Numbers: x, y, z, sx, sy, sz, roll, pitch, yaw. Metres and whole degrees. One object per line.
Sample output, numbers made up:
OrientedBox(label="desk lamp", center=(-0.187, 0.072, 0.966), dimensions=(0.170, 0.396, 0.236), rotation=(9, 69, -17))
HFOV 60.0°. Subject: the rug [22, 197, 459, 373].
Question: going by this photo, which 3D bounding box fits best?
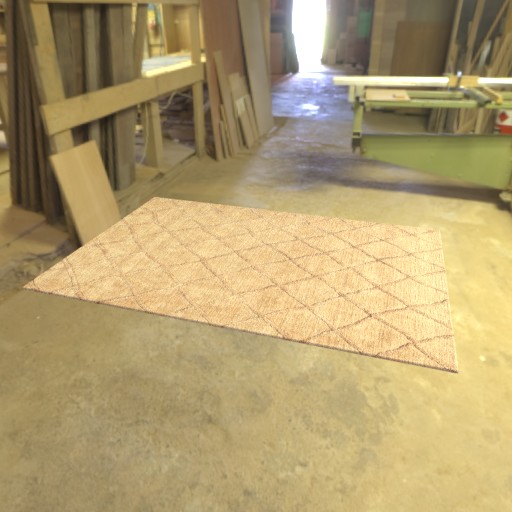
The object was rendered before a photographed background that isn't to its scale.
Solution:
OrientedBox(label="rug", center=(0.000, 0.000, 2.844), dimensions=(2.292, 0.014, 1.528), rotation=(8, 29, 15))
